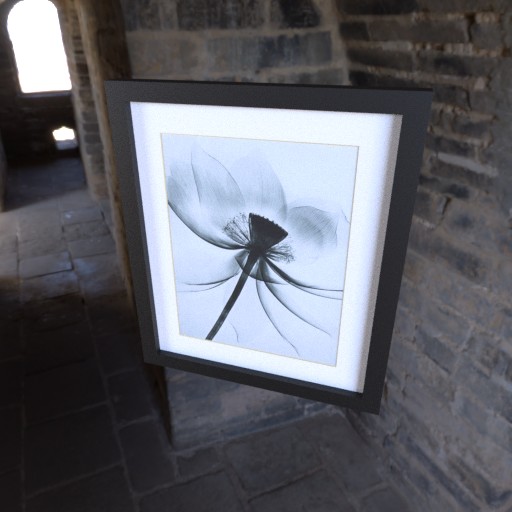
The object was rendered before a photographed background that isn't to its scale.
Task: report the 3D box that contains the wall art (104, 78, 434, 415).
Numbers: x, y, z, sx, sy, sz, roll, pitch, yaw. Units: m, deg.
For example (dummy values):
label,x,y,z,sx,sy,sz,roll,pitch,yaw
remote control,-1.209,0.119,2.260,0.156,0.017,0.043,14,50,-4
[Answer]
label,x,y,z,sx,sy,sz,roll,pitch,yaw
wall art,0.000,0.000,0.524,0.330,0.381,0.029,8,28,16
